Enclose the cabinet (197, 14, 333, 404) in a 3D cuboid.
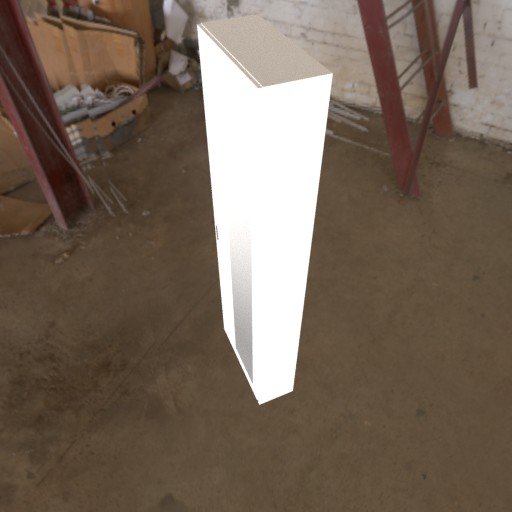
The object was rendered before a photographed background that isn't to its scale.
[{"bbox_3d":[0.000,0.000,1.956,0.230,1.790,0.500,-17,49,-16],"label":"cabinet"}]
